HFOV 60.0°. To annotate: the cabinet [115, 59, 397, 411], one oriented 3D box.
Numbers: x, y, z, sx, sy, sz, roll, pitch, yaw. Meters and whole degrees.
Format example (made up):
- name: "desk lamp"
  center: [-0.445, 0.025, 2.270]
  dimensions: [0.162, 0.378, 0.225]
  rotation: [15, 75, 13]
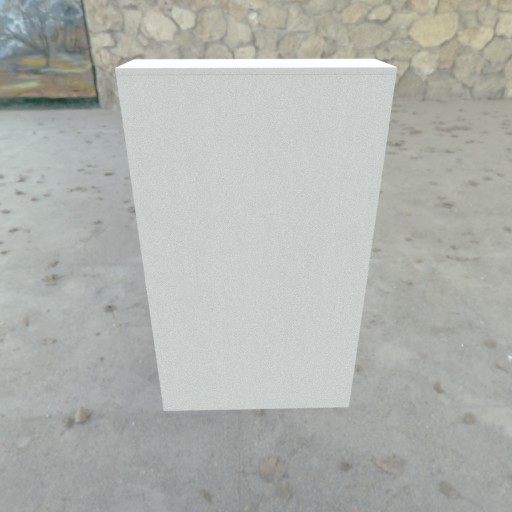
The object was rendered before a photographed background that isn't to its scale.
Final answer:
- name: "cabinet"
  center: [0.000, 0.000, 1.595]
  dimensions: [0.750, 1.280, 0.250]
  rotation: [-1, 29, -1]
